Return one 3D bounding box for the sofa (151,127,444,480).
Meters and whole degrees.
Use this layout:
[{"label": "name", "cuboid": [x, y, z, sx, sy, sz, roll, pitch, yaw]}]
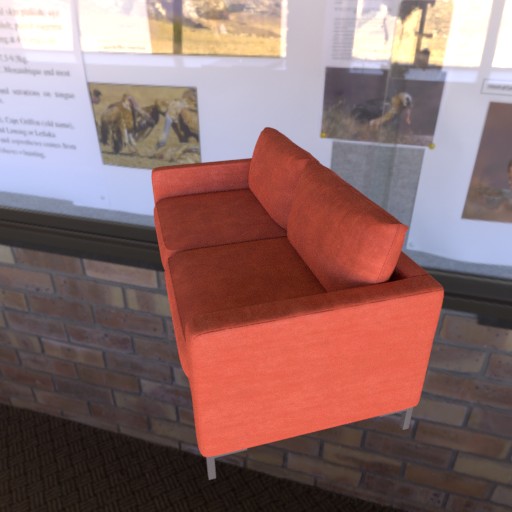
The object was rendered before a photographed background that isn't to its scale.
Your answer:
[{"label": "sofa", "cuboid": [0.000, 0.000, 2.087, 0.864, 0.896, 1.574, -8, 31, -14]}]
